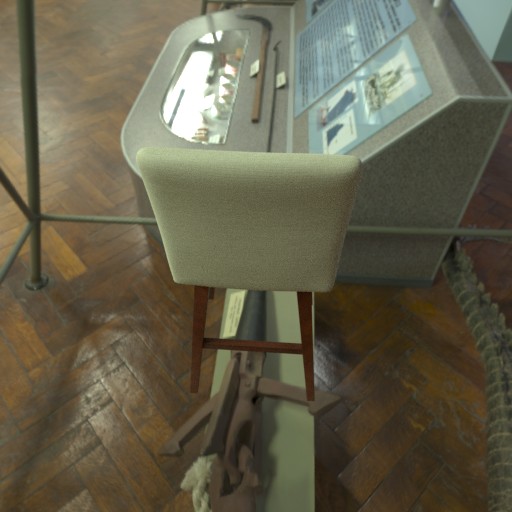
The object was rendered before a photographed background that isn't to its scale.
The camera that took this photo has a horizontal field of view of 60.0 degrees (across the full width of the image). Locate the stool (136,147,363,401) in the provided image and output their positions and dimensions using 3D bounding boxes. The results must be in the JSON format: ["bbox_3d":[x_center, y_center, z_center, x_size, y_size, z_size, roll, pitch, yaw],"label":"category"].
[{"bbox_3d":[0.000,0.000,1.420,0.470,1.097,0.559,3,47,3],"label":"stool"}]
